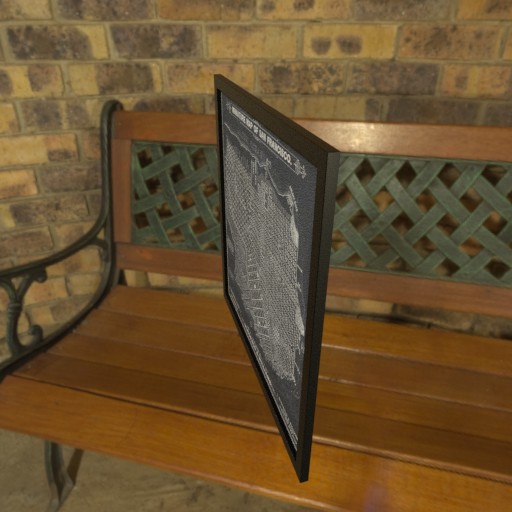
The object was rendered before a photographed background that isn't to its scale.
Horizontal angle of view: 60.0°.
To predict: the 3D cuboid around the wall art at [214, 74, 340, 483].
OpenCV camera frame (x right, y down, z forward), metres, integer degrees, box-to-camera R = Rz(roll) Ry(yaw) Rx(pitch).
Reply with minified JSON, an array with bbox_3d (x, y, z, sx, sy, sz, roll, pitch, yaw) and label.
[{"bbox_3d":[0.000,0.000,0.677,0.012,0.458,0.457,-9,31,-14],"label":"wall art"}]
